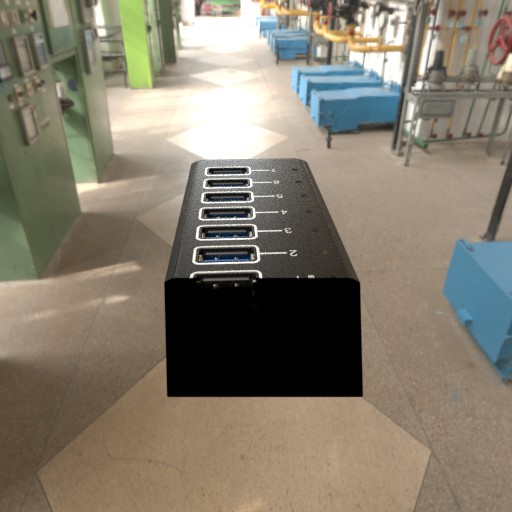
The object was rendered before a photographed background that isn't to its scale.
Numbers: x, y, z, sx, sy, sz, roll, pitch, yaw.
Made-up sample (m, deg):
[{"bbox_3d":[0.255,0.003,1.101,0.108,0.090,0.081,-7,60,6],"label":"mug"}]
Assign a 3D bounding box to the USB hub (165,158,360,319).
[{"bbox_3d":[0.000,0.000,0.130,0.044,0.023,0.110,-1,31,-2],"label":"USB hub"}]
